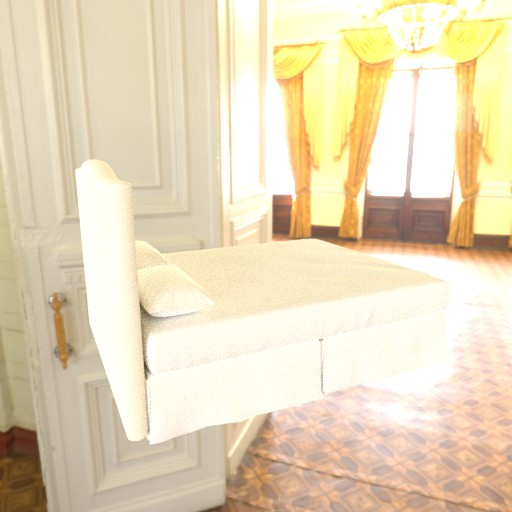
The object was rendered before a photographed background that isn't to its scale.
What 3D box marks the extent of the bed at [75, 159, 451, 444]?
[{"bbox_3d":[0.000,0.000,3.321,2.282,1.436,1.821,-7,15,-25],"label":"bed"}]
